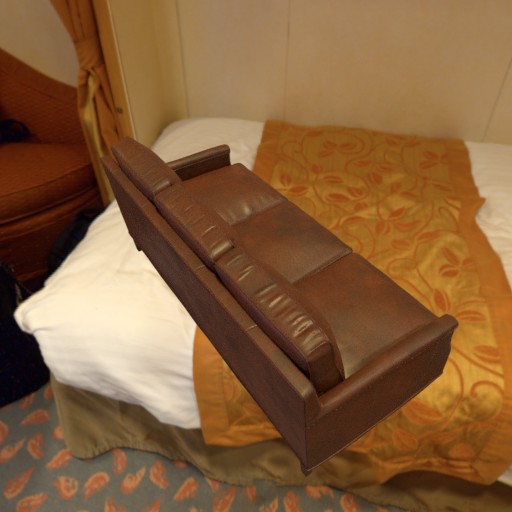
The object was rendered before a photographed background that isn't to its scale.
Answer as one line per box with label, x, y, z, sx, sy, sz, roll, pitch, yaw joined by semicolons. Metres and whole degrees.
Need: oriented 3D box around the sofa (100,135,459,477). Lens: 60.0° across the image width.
sofa;0.000;0.000;2.752;1.084;1.003;2.240;-25;48;-25
